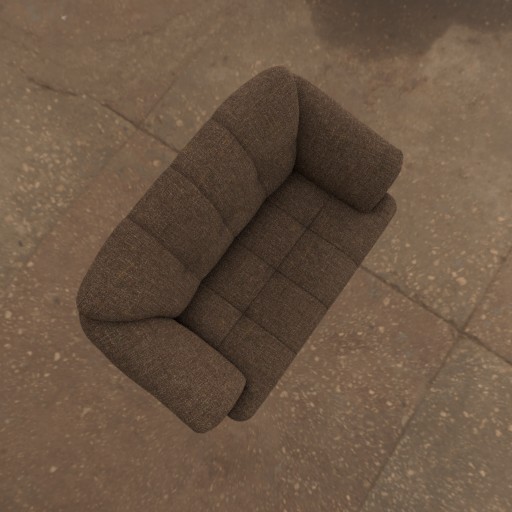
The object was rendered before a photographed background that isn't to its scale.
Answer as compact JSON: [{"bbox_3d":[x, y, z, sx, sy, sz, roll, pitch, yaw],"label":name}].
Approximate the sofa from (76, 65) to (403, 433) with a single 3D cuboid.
[{"bbox_3d":[0.000,0.000,1.974,0.799,0.895,1.404,36,79,8],"label":"sofa"}]
